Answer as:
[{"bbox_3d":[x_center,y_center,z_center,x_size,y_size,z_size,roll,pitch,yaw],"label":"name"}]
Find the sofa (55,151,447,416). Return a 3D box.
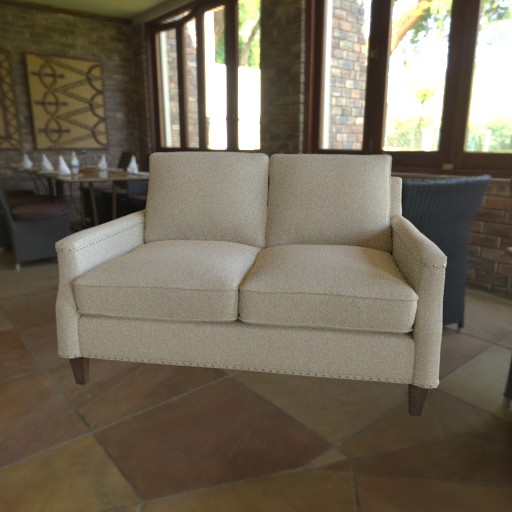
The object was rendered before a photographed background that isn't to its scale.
[{"bbox_3d":[0.000,0.000,2.221,1.597,1.003,1.084,2,14,9],"label":"sofa"}]
